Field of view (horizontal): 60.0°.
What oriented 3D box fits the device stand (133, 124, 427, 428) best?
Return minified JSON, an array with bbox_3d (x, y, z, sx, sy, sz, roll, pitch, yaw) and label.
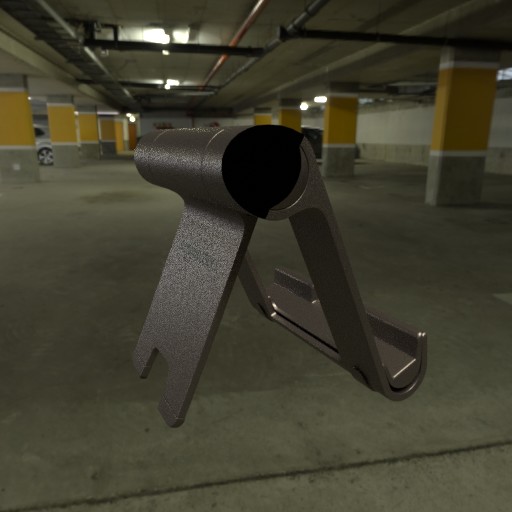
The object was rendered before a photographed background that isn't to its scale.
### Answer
[{"bbox_3d":[0.000,0.000,0.151,0.079,0.084,0.088,-8,17,-28],"label":"device stand"}]
